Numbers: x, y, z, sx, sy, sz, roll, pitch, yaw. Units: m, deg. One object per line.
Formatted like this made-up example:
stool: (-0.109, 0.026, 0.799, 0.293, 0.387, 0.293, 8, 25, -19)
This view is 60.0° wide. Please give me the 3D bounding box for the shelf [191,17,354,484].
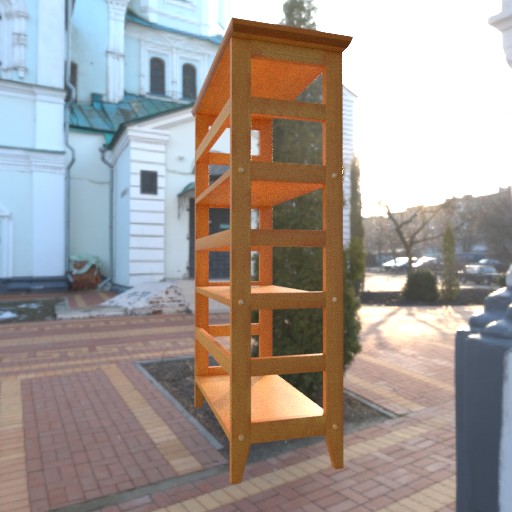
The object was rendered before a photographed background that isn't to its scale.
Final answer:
shelf: (0.000, 0.000, 1.350, 0.305, 1.067, 0.660, 0, -1, -16)
